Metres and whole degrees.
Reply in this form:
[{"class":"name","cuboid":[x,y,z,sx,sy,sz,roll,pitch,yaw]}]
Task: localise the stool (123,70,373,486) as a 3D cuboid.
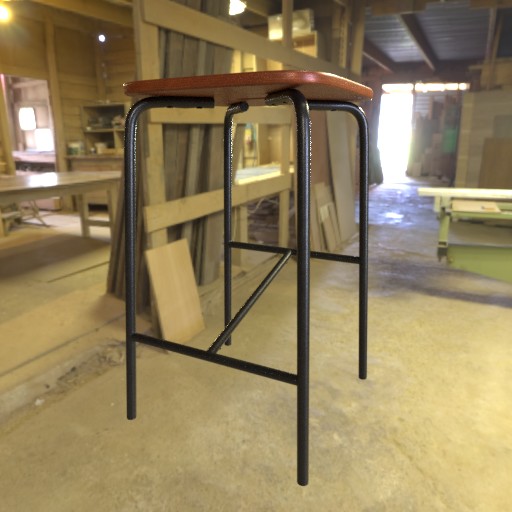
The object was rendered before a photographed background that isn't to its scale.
[{"class":"stool","cuboid":[0.000,0.000,0.855,0.376,0.610,0.376,8,17,27]}]
